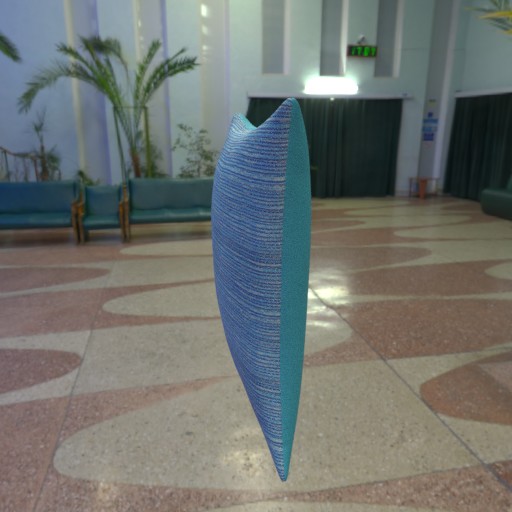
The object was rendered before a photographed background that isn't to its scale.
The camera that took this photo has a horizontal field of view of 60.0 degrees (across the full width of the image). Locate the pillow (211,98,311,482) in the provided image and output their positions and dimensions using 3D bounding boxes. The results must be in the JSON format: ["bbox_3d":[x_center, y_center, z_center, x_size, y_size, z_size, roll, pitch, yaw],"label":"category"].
[{"bbox_3d":[0.000,0.000,0.778,0.150,0.497,0.514,-2,16,-8],"label":"pillow"}]
